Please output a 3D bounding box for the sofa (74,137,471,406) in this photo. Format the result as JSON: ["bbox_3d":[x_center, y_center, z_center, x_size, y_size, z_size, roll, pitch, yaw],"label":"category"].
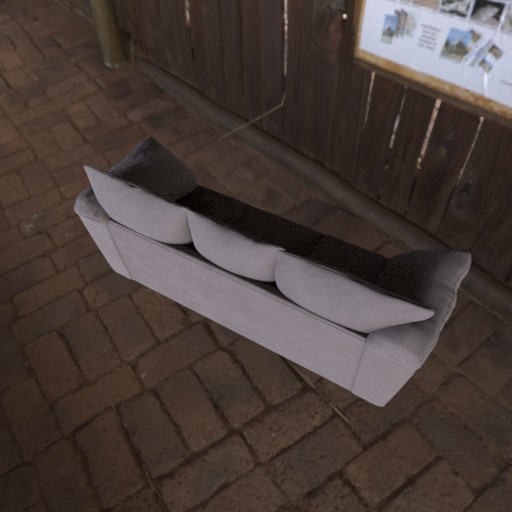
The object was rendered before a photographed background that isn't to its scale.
[{"bbox_3d":[0.000,0.000,2.875,2.377,0.981,0.893,23,51,20],"label":"sofa"}]
